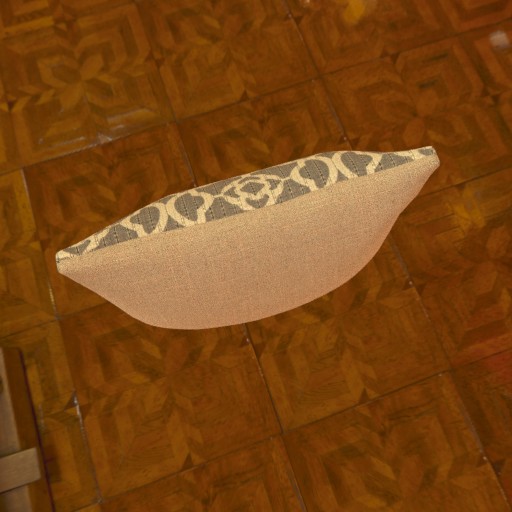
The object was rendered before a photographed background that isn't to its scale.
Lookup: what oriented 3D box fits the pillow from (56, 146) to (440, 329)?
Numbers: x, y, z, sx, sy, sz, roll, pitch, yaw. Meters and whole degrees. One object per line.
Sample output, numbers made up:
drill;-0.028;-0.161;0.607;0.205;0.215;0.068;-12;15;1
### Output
pillow;0.000;0.000;0.793;0.508;0.498;0.215;-17;76;-4
